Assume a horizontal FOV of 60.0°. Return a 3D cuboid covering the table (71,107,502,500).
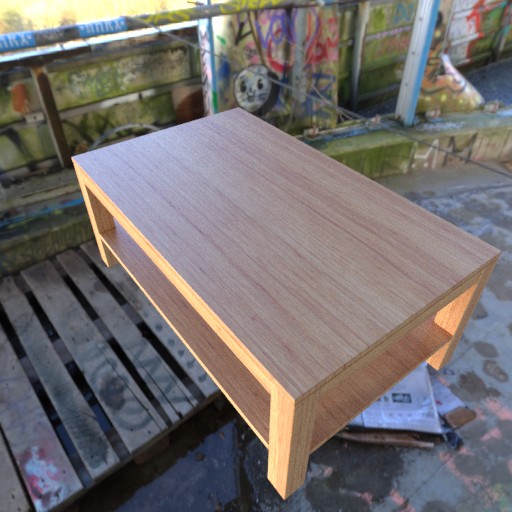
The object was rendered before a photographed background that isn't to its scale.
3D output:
[{"bbox_3d":[0.000,0.000,1.457,0.695,0.457,1.146,-26,47,-27],"label":"table"}]
